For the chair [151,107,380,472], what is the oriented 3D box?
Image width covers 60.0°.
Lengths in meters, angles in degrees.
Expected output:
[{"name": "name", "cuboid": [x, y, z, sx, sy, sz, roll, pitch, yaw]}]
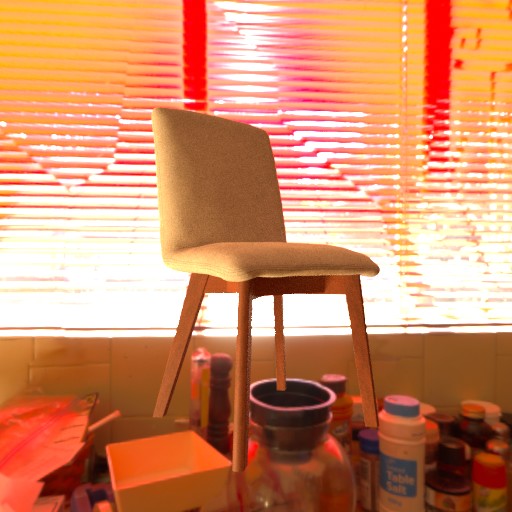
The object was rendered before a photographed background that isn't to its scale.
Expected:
[{"name": "chair", "cuboid": [0.000, 0.000, 1.347, 0.522, 0.974, 0.563, 0, 0, -35]}]
